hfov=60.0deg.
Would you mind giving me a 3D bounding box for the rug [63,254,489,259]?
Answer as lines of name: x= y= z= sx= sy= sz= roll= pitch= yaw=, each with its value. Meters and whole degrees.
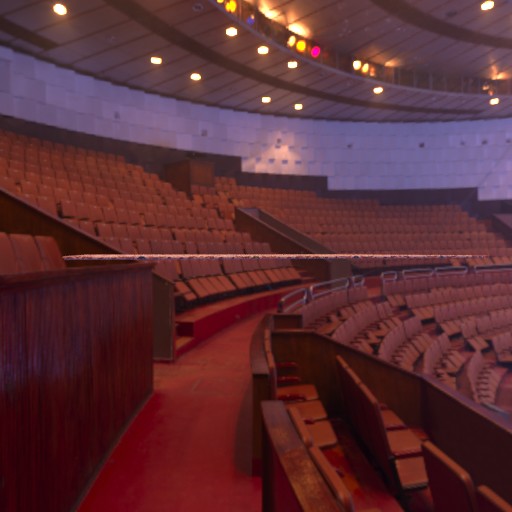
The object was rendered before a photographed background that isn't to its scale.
rug: x=0.000 y=0.000 z=4.283 sx=3.215 sy=0.020 sz=2.446 roll=0 pitch=0 yaw=-18
